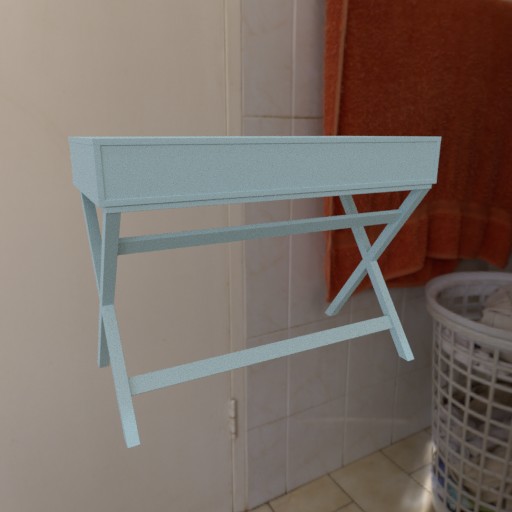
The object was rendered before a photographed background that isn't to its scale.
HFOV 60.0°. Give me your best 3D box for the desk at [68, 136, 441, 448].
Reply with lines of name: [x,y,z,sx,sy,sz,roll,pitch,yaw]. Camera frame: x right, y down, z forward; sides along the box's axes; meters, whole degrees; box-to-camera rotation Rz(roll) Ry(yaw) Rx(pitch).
desk: [0.000,0.000,1.502,1.057,0.780,0.525,-8,17,-26]
